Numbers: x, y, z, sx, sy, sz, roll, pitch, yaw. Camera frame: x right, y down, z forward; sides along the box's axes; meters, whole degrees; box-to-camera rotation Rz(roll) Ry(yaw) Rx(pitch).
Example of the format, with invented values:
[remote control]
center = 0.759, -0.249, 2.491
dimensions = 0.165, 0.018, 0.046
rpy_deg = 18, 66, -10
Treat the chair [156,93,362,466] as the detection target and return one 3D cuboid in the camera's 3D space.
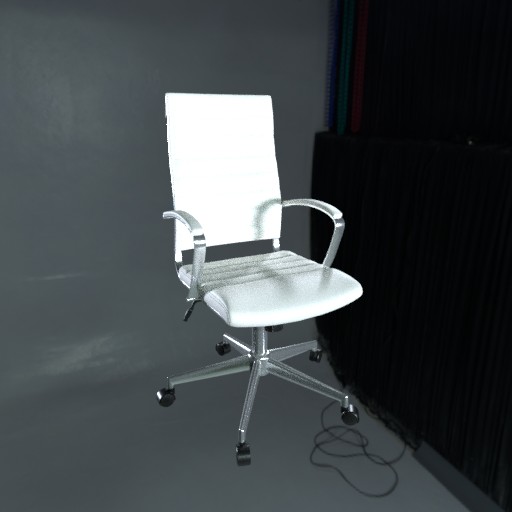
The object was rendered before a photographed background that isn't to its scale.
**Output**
[chair]
center = 0.000, 0.000, 1.634
dimensions = 0.766, 1.149, 0.739
rpy_deg = -8, 19, -25
